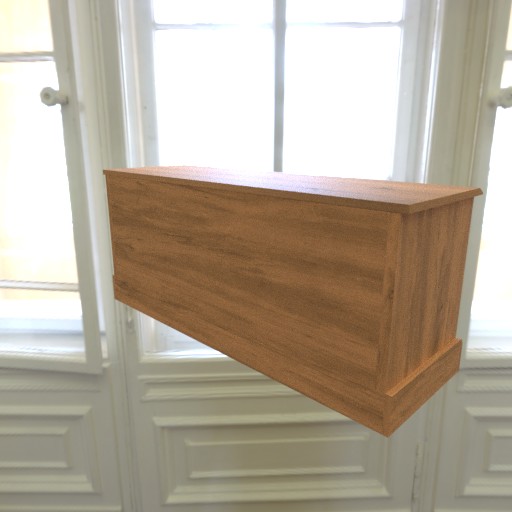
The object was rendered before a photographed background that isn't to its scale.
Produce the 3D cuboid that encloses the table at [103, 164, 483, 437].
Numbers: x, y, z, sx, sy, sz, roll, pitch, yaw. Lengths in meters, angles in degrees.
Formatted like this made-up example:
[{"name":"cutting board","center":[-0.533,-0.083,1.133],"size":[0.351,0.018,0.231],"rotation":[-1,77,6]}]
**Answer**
[{"name":"table","center":[0.000,0.000,1.440],"size":[1.200,0.510,0.400],"rotation":[15,21,43]}]
